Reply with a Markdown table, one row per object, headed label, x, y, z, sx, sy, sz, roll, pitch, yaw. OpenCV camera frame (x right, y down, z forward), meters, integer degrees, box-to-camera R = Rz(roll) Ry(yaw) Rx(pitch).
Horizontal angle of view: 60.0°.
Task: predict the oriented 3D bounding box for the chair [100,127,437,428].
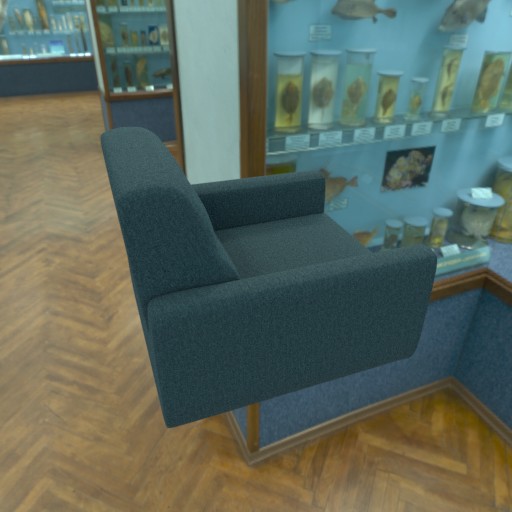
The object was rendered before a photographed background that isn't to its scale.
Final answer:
| label | x | y | z | sx | sy | sz | roll | pitch | yaw |
| --- | --- | --- | --- | --- | --- | --- | --- | --- | --- |
| chair | 0.000 | 0.000 | 1.698 | 0.964 | 0.940 | 0.880 | -11 | 33 | -17 |
